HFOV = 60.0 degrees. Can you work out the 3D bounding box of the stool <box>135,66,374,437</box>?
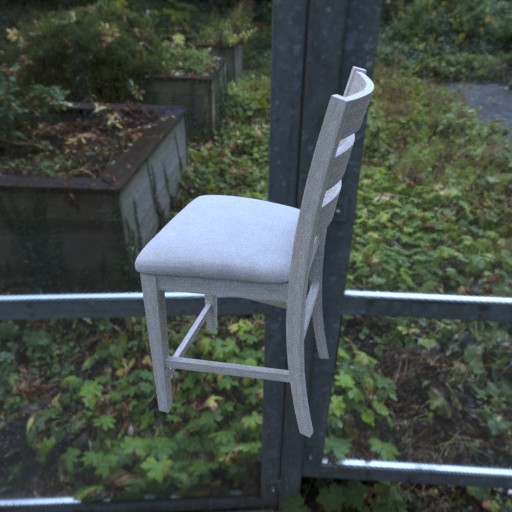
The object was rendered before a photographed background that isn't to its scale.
[{"bbox_3d":[0.000,0.000,1.349,0.569,1.032,0.484,8,32,14],"label":"stool"}]
